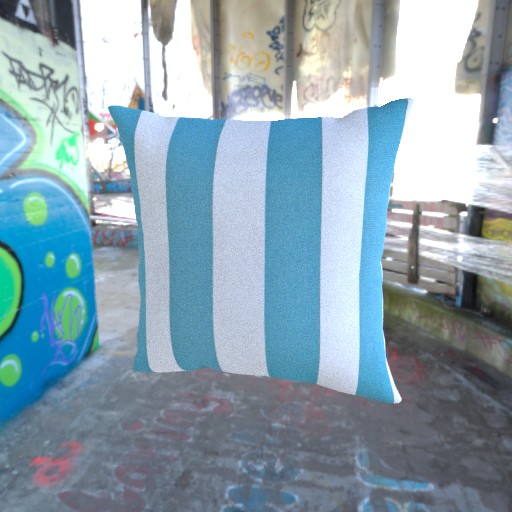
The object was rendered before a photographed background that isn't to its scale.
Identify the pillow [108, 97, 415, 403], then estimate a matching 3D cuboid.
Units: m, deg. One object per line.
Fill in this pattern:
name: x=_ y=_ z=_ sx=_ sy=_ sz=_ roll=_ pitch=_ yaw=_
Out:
pillow: x=0.000 y=0.000 z=0.789 sx=0.536 sy=0.526 sz=0.189 roll=2 pitch=13 yaw=10
